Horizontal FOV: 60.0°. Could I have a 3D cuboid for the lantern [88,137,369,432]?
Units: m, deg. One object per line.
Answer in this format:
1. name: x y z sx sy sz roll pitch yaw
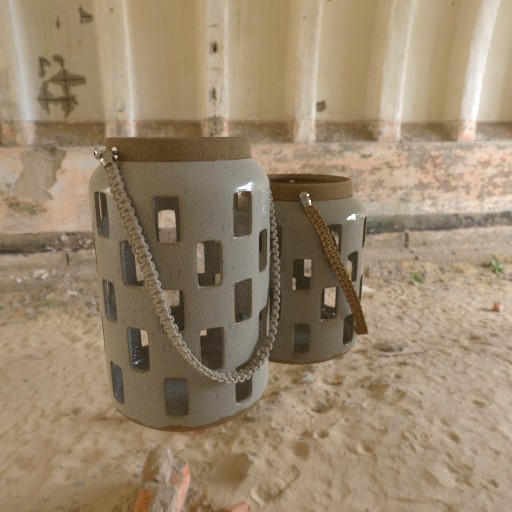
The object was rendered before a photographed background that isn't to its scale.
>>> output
1. lantern: 0.000 0.000 0.492 0.184 0.255 0.347 15 21 42
